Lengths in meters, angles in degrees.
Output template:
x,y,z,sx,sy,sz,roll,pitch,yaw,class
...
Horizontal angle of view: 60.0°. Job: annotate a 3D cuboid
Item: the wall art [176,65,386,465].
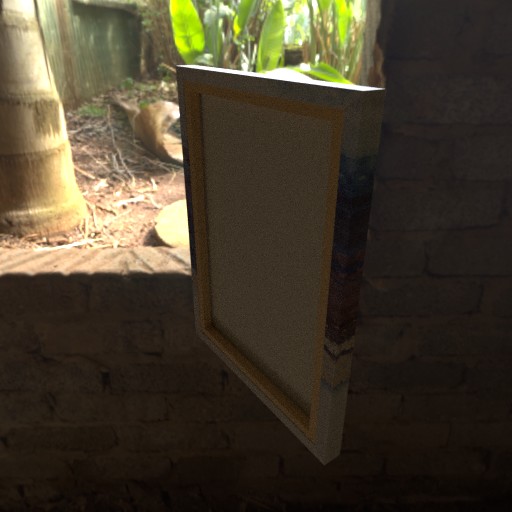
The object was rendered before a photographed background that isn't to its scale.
x,y,z,sx,sy,sz,roll,pitch,yaw,class
0.000,0.000,0.763,0.036,0.581,0.437,-18,32,-31,wall art
